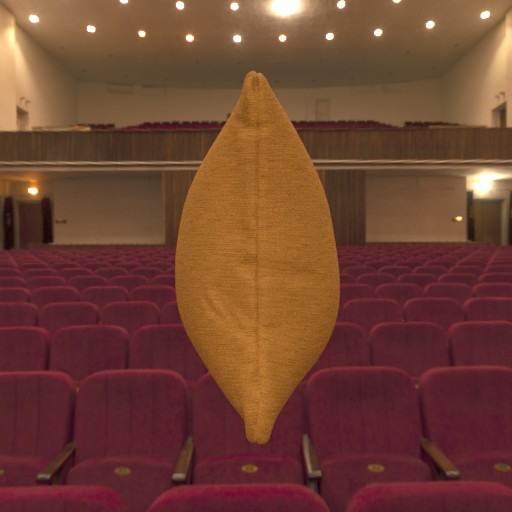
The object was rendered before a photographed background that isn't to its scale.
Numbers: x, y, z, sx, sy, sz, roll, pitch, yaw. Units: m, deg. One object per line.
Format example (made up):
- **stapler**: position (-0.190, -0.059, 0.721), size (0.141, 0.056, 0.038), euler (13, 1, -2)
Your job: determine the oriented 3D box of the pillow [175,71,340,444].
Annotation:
- **pillow**: position (0.000, 0.000, 0.701), size (0.247, 0.417, 0.435), euler (0, 1, 0)
